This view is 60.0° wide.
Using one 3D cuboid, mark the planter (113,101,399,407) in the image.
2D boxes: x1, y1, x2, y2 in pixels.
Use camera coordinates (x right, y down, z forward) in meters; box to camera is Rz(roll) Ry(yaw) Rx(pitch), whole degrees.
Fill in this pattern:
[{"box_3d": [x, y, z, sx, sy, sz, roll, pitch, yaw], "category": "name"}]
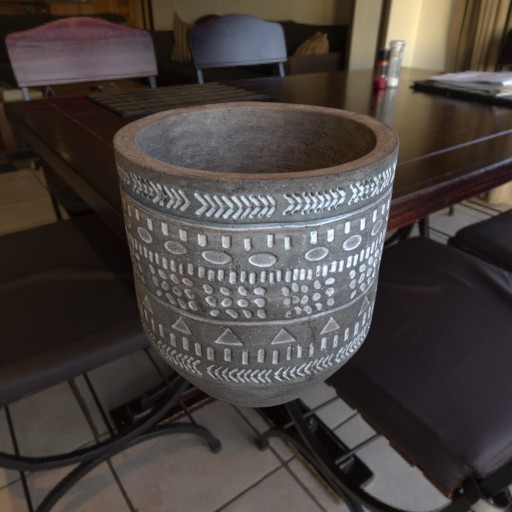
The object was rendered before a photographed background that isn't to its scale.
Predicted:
[{"box_3d": [0.000, 0.000, 0.263, 0.142, 0.149, 0.142, 0, 31, 0], "category": "planter"}]
